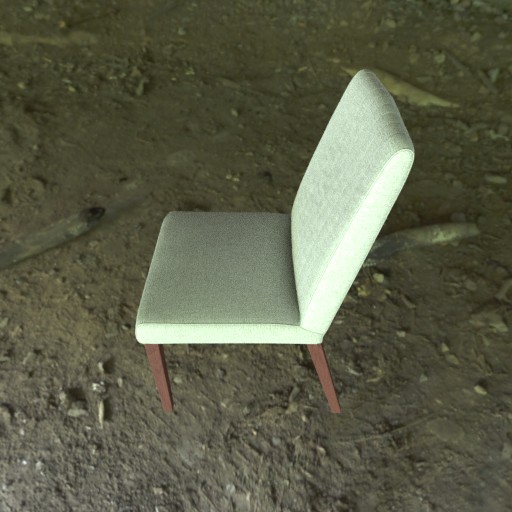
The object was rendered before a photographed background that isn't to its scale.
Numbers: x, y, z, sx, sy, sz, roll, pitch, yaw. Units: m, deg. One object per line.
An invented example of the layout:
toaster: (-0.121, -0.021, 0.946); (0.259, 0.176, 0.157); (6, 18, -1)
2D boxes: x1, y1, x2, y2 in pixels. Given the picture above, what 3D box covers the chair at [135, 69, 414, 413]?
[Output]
chair: (0.000, 0.000, 1.230); (0.594, 0.900, 0.480); (0, 41, 0)
